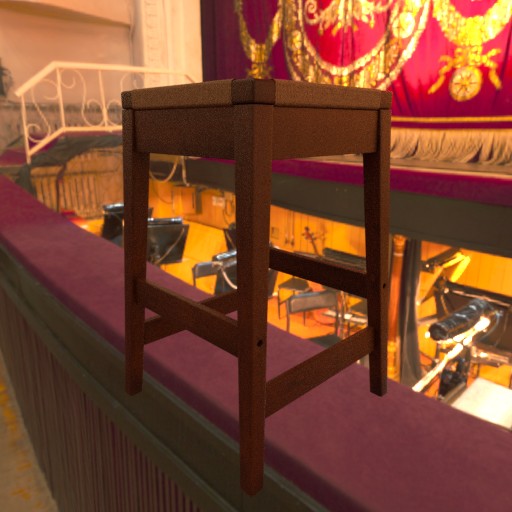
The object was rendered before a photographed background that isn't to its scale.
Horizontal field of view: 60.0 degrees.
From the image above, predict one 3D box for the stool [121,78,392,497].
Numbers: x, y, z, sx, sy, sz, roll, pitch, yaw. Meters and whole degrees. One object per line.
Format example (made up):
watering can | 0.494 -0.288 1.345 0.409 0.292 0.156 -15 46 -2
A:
stool | 0.000 0.000 1.087 0.507 0.762 0.497 -15 22 -42
